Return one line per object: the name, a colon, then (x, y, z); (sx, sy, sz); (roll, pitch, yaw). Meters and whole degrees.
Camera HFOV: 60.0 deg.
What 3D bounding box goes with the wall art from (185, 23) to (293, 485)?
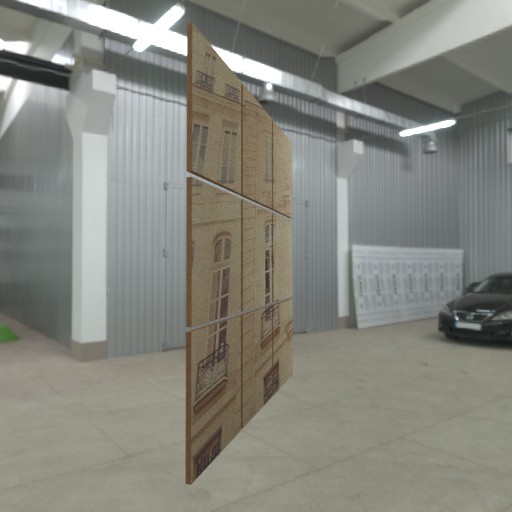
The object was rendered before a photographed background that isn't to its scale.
wall art: (0.000, 0.000, 1.314); (0.018, 0.913, 0.915); (0, -1, 17)
